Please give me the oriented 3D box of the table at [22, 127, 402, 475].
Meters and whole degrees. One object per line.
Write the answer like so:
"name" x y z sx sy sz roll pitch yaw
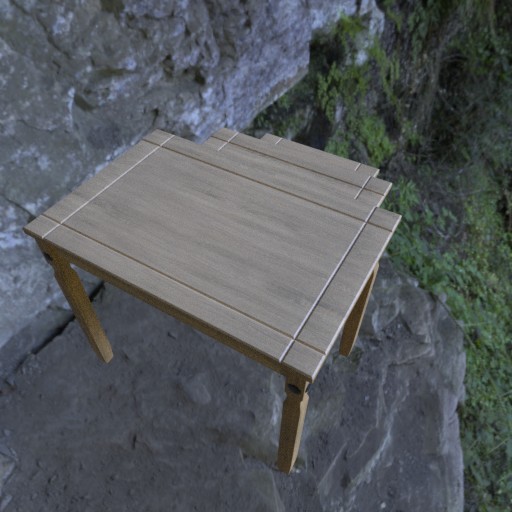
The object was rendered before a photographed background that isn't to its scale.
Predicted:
"table" 0.000 0.000 1.218 0.660 0.535 0.773 24 52 20
